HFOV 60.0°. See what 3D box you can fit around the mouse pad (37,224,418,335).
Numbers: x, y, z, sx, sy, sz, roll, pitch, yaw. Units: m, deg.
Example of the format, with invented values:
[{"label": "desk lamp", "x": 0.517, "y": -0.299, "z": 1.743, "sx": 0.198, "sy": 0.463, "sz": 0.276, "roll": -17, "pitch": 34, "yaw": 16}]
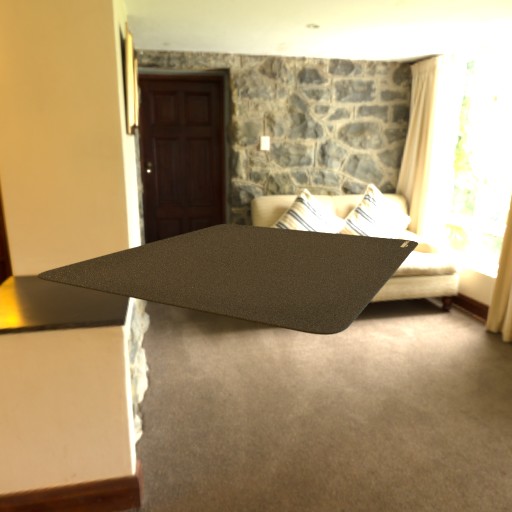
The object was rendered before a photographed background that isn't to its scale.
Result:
[{"label": "mouse pad", "x": 0.000, "y": 0.000, "z": 0.647, "sx": 0.393, "sy": 0.002, "sz": 0.451, "roll": 7, "pitch": 15, "yaw": 27}]
